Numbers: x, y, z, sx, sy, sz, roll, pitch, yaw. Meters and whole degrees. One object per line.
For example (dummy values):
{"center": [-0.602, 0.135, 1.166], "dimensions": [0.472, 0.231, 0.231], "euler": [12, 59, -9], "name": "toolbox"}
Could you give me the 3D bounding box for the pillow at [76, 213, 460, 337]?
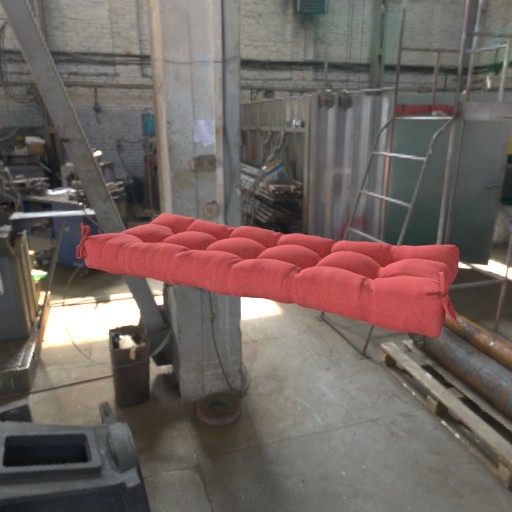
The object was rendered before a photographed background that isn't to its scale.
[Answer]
{"center": [0.000, 0.000, 1.382], "dimensions": [1.194, 0.174, 0.511], "euler": [8, 19, 26], "name": "pillow"}
